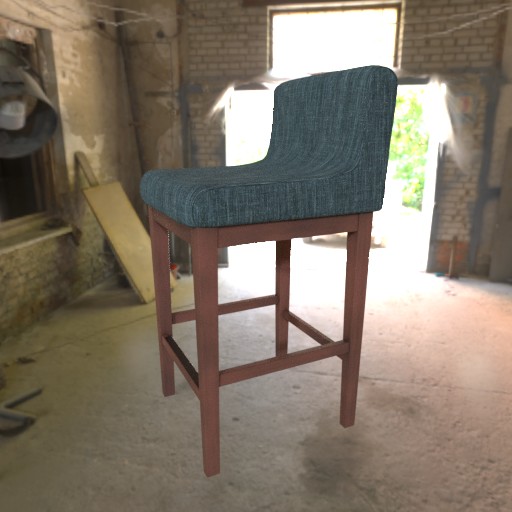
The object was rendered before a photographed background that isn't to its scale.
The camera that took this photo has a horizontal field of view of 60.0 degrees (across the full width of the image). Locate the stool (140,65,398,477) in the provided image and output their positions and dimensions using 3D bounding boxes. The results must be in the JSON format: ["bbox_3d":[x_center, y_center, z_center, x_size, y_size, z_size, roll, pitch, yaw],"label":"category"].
[{"bbox_3d":[0.000,0.000,1.063,0.459,0.835,0.395,-8,17,-26],"label":"stool"}]
